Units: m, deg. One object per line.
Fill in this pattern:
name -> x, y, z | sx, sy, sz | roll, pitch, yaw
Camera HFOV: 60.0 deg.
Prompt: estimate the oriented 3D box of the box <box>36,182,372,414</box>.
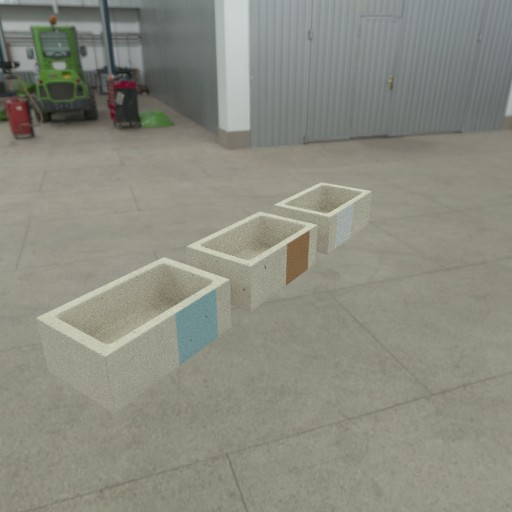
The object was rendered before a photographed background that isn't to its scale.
box -> 0.000, 0.000, 0.493 | 0.082, 0.051, 0.461 | 16, 30, 31
